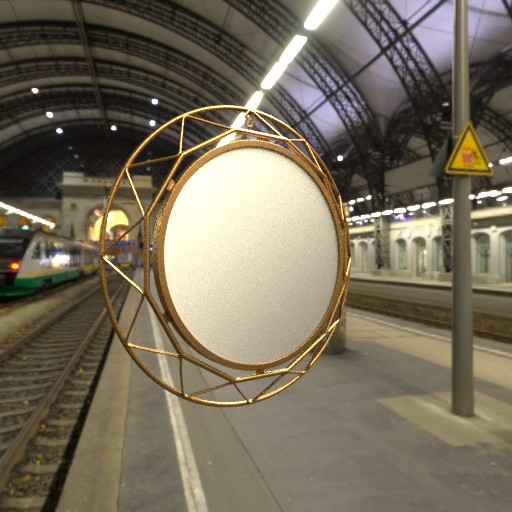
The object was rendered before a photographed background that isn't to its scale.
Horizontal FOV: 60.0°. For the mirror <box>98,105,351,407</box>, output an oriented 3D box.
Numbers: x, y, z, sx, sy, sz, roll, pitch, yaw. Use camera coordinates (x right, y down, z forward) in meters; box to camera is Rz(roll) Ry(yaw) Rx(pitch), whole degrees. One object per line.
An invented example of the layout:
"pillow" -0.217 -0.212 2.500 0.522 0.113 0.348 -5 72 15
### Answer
"mirror" 0.000 0.000 0.665 0.454 0.454 0.043 0 -1 -36
